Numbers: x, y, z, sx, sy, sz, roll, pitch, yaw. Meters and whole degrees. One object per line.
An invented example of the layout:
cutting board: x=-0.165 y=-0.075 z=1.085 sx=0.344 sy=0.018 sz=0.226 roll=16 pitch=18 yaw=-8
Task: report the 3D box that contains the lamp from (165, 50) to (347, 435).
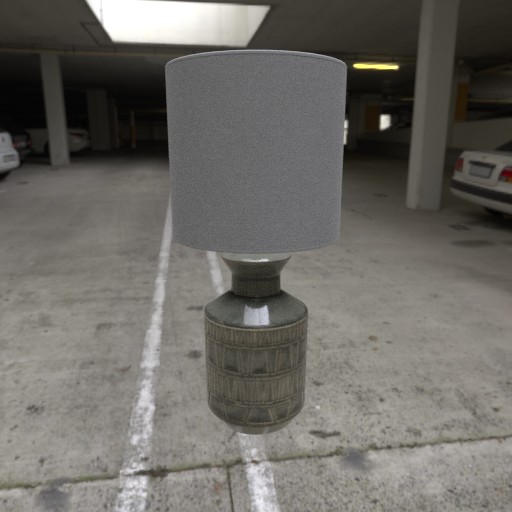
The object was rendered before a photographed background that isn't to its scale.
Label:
lamp: x=0.000 y=0.000 z=0.578 sx=0.211 sy=0.455 sz=0.211 roll=-2 pitch=14 yaw=-9
